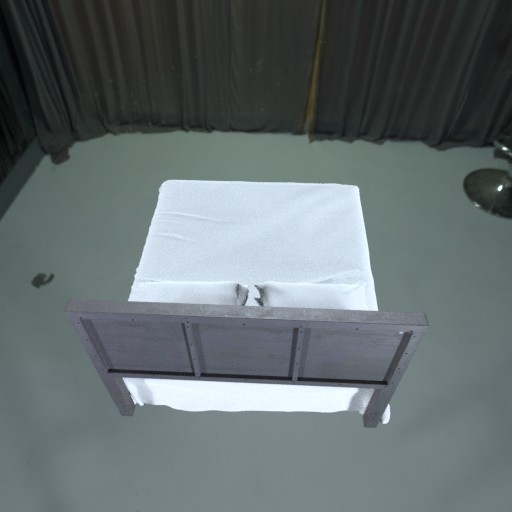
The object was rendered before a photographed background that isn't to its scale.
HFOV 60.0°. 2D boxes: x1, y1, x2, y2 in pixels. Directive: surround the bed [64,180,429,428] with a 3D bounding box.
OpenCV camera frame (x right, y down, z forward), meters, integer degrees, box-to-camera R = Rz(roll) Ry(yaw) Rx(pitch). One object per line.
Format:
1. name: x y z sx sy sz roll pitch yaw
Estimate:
1. bed: 0.000 0.000 2.962 1.772 1.142 1.785 2 48 2
